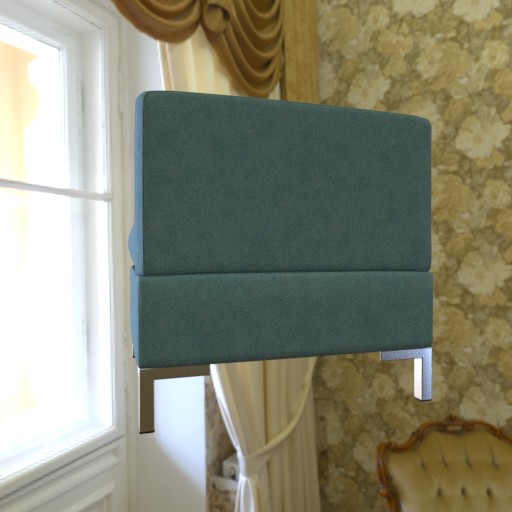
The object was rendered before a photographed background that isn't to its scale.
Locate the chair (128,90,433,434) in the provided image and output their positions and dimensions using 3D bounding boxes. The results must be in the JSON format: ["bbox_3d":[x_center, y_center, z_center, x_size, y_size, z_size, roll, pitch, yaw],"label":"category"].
[{"bbox_3d":[0.000,0.000,1.237,0.684,0.660,0.685,0,1,-17],"label":"chair"}]
